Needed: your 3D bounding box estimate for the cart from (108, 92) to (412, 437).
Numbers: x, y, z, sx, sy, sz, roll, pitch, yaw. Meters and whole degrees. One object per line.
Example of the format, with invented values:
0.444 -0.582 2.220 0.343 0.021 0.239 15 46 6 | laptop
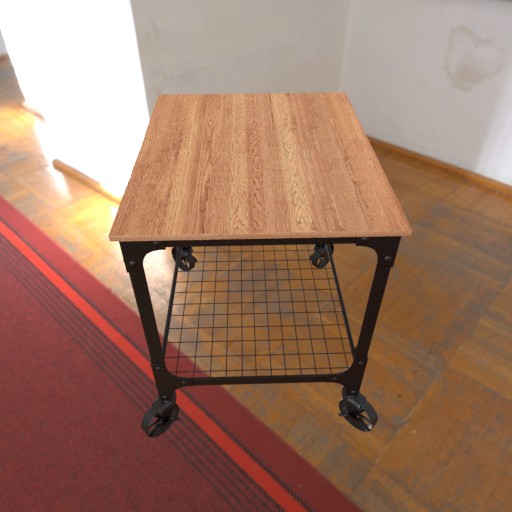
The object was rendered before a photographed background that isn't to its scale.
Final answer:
0.000 0.000 1.120 0.558 0.603 0.666 -1 41 -1 | cart
